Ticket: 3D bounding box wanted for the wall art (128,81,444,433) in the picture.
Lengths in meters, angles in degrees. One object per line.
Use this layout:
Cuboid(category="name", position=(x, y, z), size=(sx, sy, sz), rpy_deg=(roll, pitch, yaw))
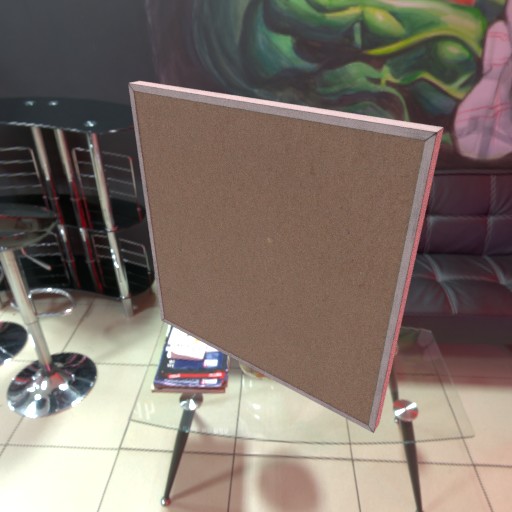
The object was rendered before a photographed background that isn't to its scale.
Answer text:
Cuboid(category="wall art", position=(0.000, 0.000, 1.130), size=(0.762, 0.762, 0.038), rpy_deg=(20, 37, 30))
